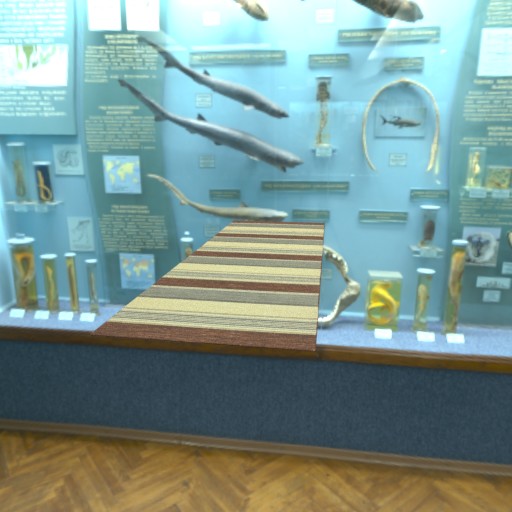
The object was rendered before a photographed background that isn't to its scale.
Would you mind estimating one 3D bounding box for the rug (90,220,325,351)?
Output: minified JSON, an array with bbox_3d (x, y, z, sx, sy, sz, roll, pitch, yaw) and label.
[{"bbox_3d":[0.000,0.000,2.669,0.792,0.006,2.437,2,14,9],"label":"rug"}]
